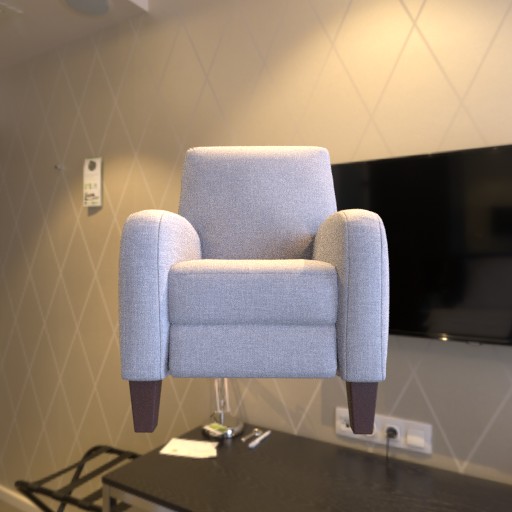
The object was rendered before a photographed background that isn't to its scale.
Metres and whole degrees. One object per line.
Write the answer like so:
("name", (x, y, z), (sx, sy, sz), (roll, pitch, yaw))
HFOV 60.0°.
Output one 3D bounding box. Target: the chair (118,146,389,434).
("chair", (0.000, 0.000, 1.654), (0.762, 0.990, 0.990), (0, 0, 1))
